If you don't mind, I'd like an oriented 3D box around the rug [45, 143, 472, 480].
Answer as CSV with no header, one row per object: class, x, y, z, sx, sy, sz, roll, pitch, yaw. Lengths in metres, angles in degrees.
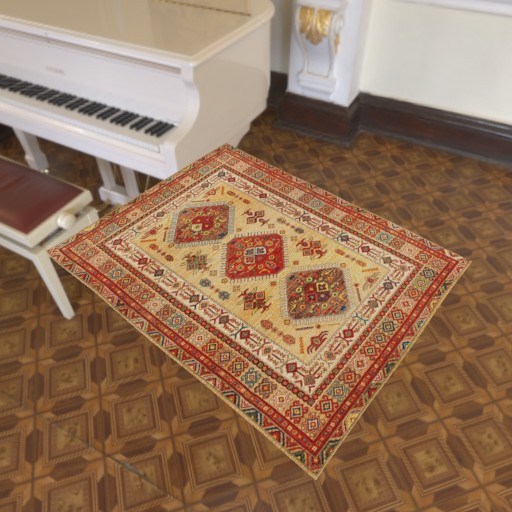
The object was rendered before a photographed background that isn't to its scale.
rug,0.000,0.000,4.066,3.067,0.005,2.460,31,53,27
